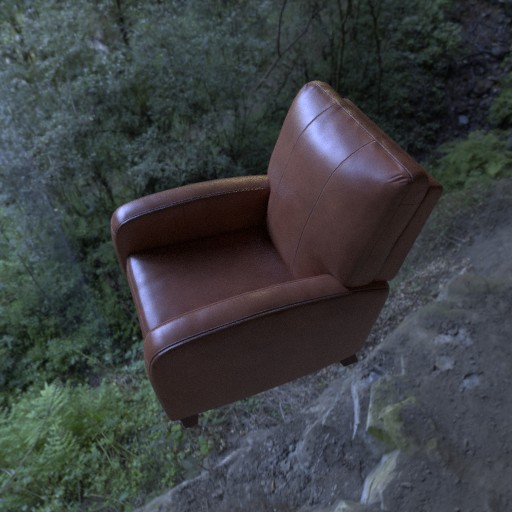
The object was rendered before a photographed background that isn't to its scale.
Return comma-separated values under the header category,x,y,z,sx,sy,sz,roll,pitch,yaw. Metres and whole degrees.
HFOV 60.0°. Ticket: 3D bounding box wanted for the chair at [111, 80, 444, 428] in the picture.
category,x,y,z,sx,sy,sz,roll,pitch,yaw
chair,0.000,0.000,1.686,0.990,0.990,0.762,-17,50,-15
